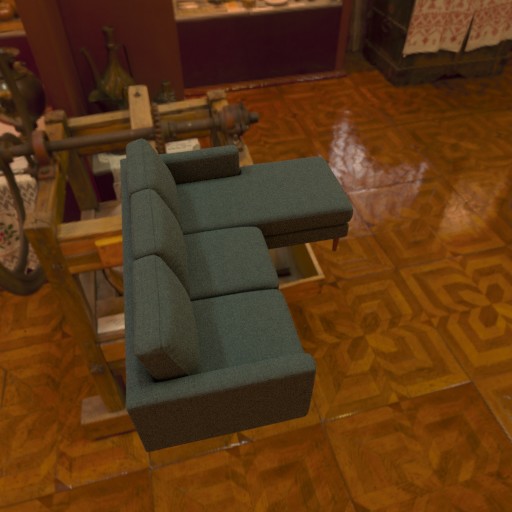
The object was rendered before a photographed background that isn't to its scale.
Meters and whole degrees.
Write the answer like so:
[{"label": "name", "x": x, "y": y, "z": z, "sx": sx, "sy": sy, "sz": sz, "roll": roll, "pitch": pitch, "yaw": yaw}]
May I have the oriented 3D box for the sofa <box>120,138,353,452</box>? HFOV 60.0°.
[{"label": "sofa", "x": 0.000, "y": 0.000, "z": 2.969, "sx": 1.667, "sy": 0.957, "sz": 2.055, "roll": -9, "pitch": 47, "yaw": -9}]
